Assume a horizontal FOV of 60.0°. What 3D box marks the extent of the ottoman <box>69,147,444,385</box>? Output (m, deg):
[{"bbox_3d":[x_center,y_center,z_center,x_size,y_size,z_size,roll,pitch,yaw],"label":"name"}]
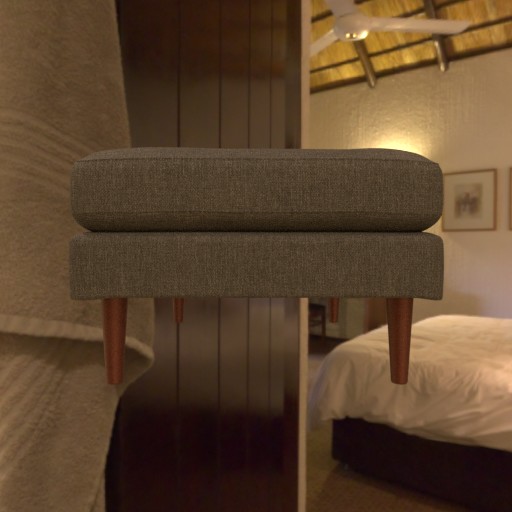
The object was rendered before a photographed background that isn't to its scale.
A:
[{"bbox_3d":[0.000,0.000,1.203,0.693,0.474,0.821,0,1,0],"label":"ottoman"}]
